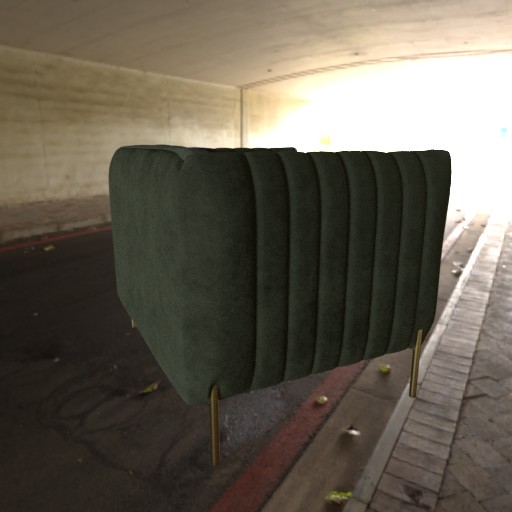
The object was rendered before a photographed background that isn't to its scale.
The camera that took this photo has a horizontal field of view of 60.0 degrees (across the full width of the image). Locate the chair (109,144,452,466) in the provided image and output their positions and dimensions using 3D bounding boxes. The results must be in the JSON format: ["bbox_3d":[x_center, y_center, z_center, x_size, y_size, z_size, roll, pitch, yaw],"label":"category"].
[{"bbox_3d":[0.000,0.000,1.624,0.877,0.794,1.032,-7,16,-26],"label":"chair"}]
